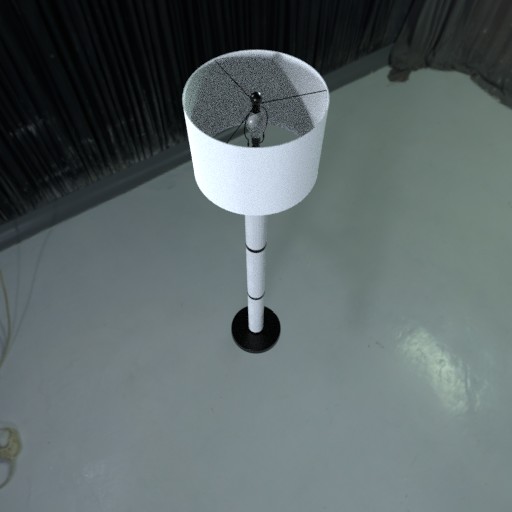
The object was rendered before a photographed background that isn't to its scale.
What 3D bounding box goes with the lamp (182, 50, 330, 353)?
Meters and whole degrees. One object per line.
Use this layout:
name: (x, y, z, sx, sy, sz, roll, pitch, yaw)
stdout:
lamp: (0.000, 0.000, 1.809, 0.377, 1.599, 0.377, -33, 64, -18)
